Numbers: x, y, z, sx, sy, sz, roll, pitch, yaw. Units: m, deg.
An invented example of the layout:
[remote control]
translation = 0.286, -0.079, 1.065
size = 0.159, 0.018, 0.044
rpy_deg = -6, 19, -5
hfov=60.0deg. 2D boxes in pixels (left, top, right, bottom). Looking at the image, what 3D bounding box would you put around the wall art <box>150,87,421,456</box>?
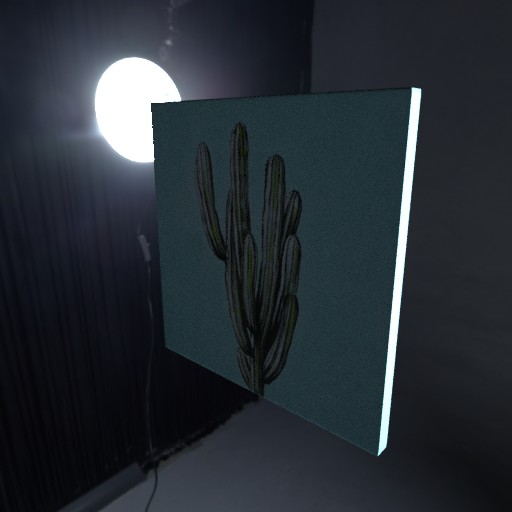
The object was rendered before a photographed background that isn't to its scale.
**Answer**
[wall art]
translation = 0.000, 0.000, 1.586
size = 1.071, 1.073, 0.070
rpy_deg = 14, 21, 40
